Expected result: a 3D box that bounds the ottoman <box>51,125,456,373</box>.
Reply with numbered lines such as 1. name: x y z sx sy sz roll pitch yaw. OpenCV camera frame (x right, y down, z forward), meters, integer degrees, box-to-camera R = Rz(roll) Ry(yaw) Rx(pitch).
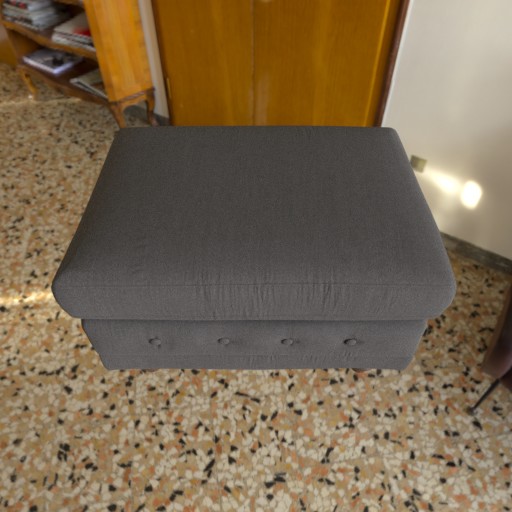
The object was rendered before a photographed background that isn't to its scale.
1. ottoman: 0.000 0.000 1.151 0.771 0.500 0.569 0 47 0
